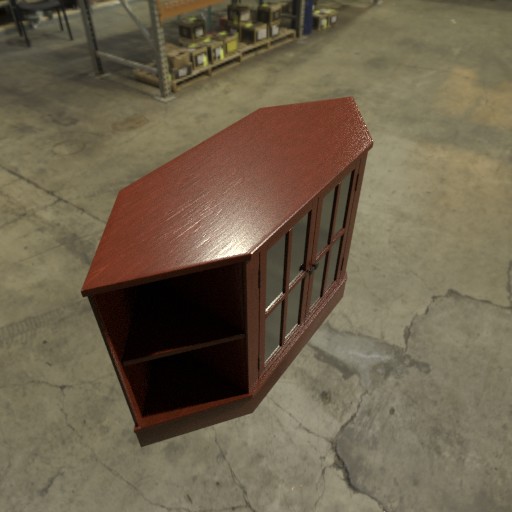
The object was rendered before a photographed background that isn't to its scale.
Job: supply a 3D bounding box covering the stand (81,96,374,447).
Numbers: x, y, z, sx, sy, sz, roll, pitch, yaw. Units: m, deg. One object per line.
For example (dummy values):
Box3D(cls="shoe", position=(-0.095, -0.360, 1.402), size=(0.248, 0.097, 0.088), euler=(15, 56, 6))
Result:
Box3D(cls="stand", position=(0.000, 0.000, 1.316), size=(0.381, 0.614, 1.072), euler=(26, 48, 26))
